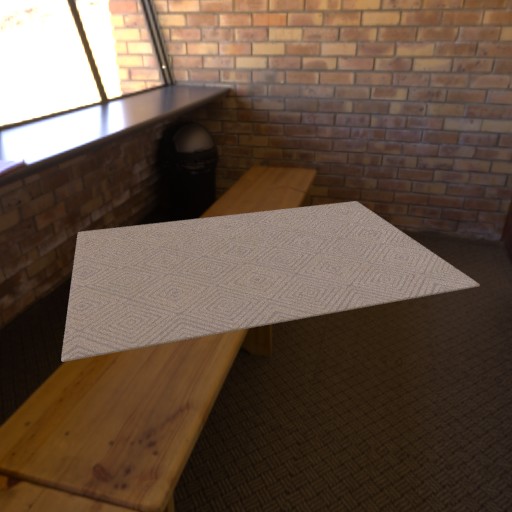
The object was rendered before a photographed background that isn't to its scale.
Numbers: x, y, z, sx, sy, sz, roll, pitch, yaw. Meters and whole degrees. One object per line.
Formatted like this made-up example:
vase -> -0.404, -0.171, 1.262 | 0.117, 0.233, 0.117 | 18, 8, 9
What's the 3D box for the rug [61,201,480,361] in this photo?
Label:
rug -> 0.000, 0.000, 2.246 | 1.753, 0.008, 1.143 | -8, 28, -15
